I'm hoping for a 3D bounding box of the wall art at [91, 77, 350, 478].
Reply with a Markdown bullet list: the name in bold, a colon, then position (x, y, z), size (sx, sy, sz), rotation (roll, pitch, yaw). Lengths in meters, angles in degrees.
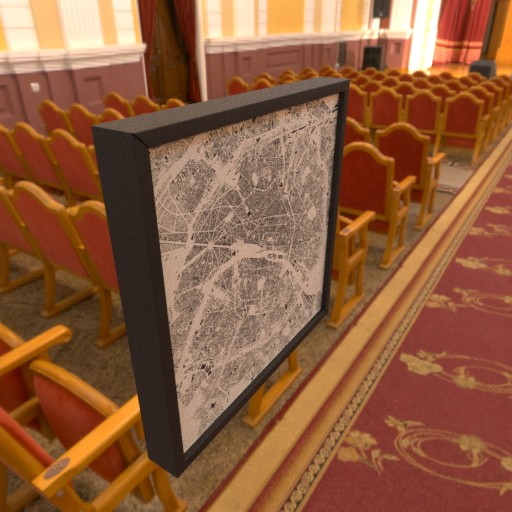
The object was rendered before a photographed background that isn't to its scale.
- **wall art**: position (0.000, 0.000, 0.443), size (0.037, 0.305, 0.305), rotation (18, 33, 30)
